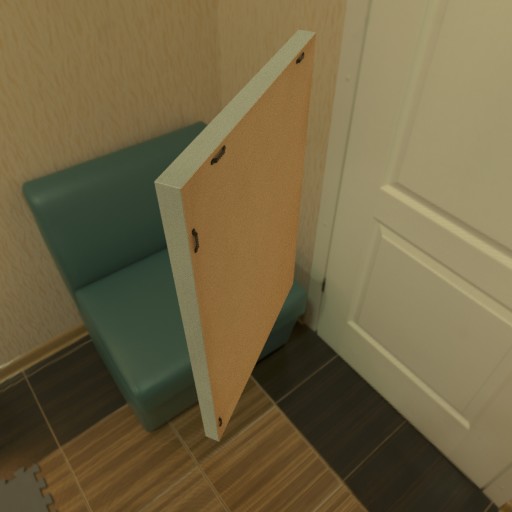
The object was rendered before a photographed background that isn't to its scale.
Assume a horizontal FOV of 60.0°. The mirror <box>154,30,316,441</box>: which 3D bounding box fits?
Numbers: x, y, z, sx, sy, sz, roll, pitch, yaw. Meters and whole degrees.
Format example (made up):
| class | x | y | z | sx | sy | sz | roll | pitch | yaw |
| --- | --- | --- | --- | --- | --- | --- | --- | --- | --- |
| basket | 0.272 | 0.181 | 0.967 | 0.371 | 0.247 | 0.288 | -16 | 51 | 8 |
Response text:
| class | x | y | z | sx | sy | sz | roll | pitch | yaw |
| --- | --- | --- | --- | --- | --- | --- | --- | --- | --- |
| mirror | 0.000 | 0.000 | 0.911 | 0.039 | 0.710 | 0.507 | 17 | 48 | 15 |
